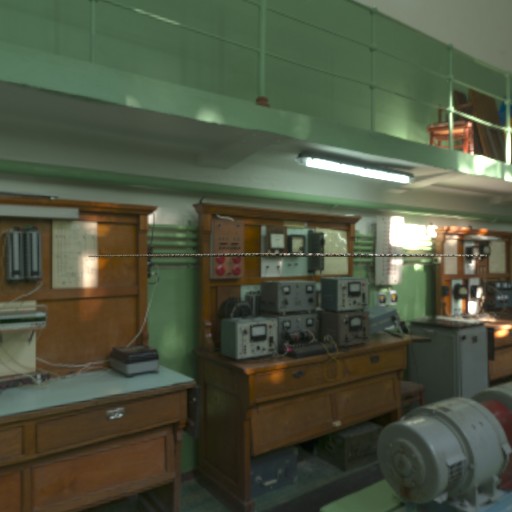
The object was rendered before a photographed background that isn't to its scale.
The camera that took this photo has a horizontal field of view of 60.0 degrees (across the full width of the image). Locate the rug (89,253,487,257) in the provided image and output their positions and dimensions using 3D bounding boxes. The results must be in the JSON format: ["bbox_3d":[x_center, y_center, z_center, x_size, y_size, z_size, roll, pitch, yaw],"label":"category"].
[{"bbox_3d":[0.000,0.000,2.335,1.219,0.008,1.828,0,0,-37],"label":"rug"}]
